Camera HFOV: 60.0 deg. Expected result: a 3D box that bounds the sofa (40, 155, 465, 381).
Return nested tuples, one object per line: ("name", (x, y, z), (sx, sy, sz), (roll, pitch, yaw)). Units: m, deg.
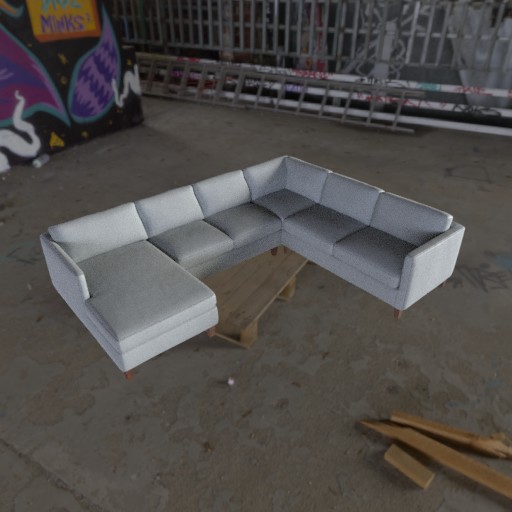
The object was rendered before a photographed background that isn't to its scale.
("sofa", (0.000, 0.000, 4.347), (3.238, 0.853, 2.551), (-24, 39, -33))
